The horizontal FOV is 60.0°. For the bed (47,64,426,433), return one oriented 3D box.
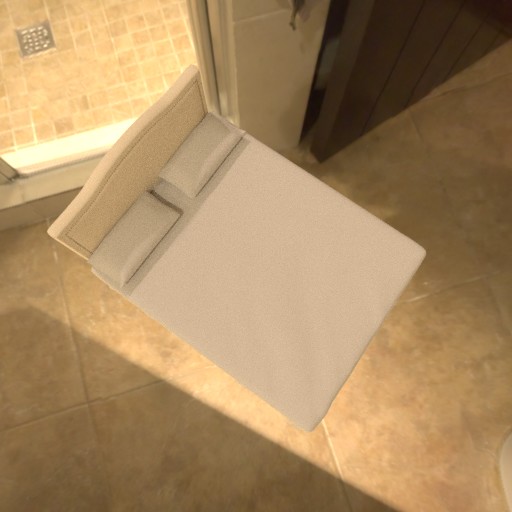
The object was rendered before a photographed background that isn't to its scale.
[{"bbox_3d":[0.000,0.000,3.755,2.477,1.437,1.977,35,79,8],"label":"bed"}]
